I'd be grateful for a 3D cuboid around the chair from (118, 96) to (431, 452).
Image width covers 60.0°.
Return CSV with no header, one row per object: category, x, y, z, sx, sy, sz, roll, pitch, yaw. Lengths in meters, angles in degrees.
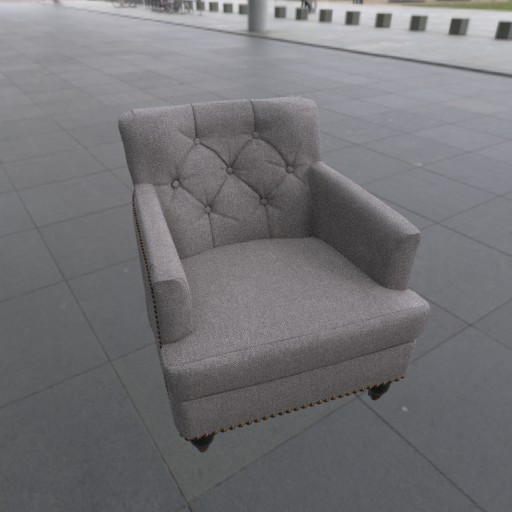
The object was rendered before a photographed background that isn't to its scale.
chair,0.000,0.000,1.458,0.737,0.823,0.902,-10,33,-16
